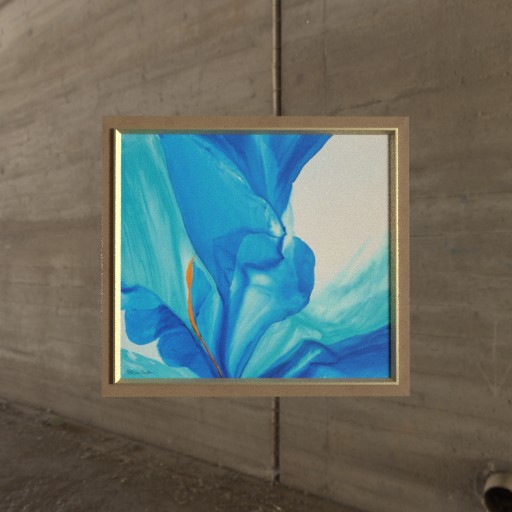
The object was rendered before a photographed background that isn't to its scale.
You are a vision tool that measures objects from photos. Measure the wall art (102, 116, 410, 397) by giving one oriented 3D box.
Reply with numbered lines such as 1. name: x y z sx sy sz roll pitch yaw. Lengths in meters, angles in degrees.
1. wall art: 0.000 0.000 1.682 1.168 1.067 0.025 0 -1 0
